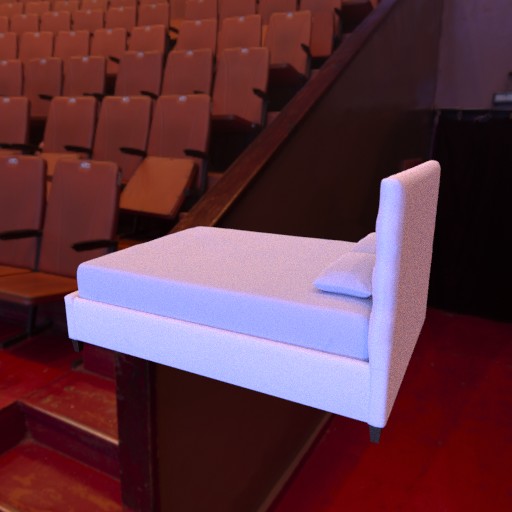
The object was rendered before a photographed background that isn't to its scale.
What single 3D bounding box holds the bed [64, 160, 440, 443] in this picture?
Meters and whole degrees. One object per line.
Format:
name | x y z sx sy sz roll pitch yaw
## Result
bed | 0.000 0.000 3.430 2.387 1.427 1.698 8 17 26
